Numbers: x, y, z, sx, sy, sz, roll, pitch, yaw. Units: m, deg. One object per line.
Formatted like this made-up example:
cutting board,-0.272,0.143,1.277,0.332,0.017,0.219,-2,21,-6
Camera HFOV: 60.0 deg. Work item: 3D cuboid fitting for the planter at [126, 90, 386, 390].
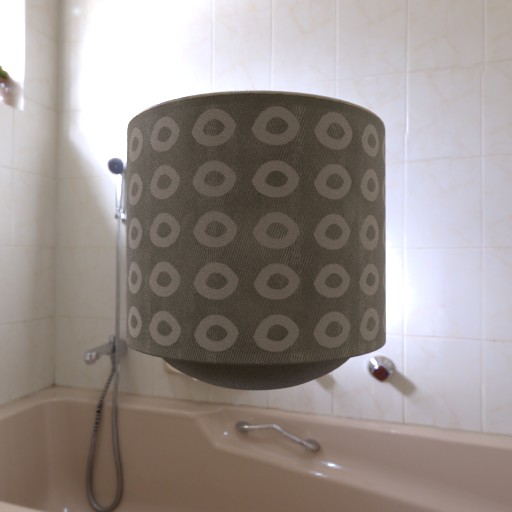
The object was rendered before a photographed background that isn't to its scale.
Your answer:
planter,0.000,0.000,0.338,0.190,0.181,0.190,0,-1,0
